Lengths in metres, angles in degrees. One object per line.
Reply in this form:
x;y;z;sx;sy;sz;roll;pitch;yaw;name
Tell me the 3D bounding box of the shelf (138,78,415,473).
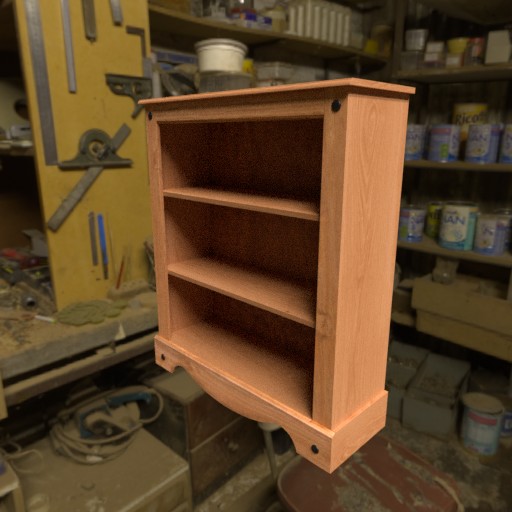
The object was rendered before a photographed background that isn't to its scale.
0.000;0.000;1.428;0.291;0.980;0.840;-15;21;-43;shelf
